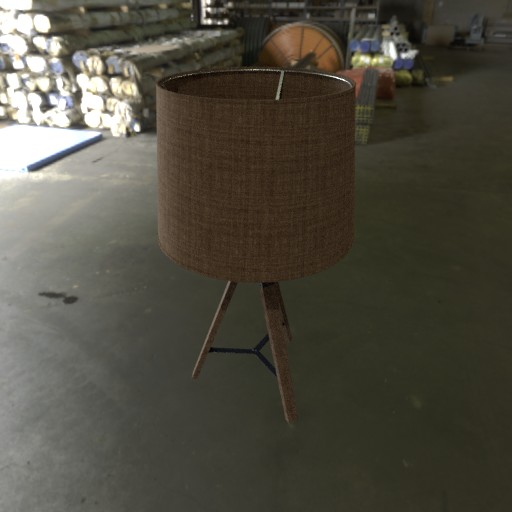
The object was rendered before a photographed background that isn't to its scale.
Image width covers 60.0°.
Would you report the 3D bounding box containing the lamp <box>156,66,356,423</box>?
[{"bbox_3d":[0.000,0.000,0.689,0.290,0.514,0.290,0,30,0],"label":"lamp"}]
